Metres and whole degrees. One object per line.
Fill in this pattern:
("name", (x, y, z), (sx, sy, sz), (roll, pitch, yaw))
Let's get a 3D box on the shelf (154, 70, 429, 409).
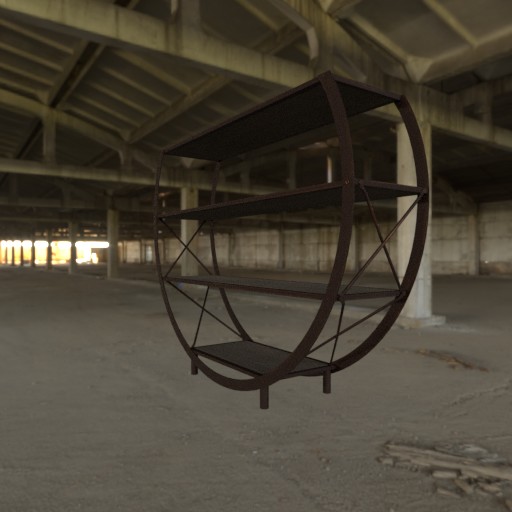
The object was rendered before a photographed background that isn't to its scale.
("shelf", (0.000, 0.000, 1.856), (0.344, 1.063, 1.403), (0, 0, -35))
